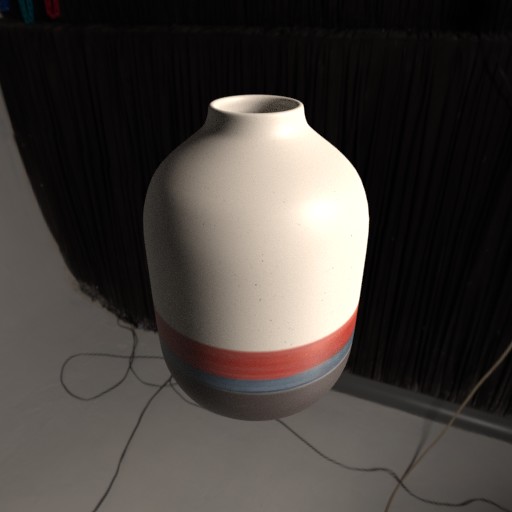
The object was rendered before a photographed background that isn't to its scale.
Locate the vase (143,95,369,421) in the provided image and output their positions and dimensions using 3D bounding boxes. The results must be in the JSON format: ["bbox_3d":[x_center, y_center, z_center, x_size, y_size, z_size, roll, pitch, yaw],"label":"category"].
[{"bbox_3d":[0.000,0.000,0.357,0.169,0.237,0.169,0,30,0],"label":"vase"}]
